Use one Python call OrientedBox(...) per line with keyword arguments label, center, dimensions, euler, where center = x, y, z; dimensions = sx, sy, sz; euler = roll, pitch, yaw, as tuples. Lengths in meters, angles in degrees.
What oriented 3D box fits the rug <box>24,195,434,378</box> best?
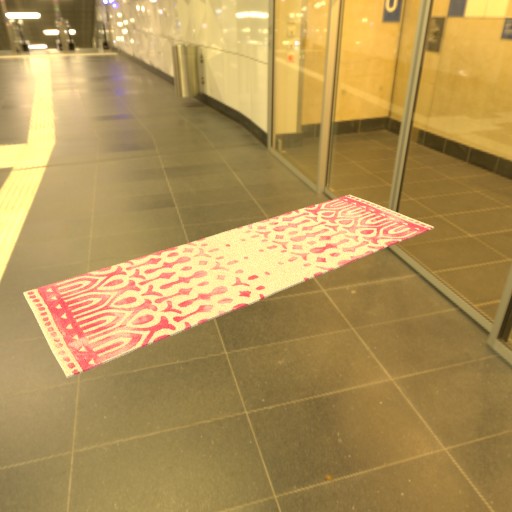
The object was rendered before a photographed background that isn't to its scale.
OrientedBox(label="rug", center=(0.000, 0.000, 2.683), dimensions=(2.458, 0.011, 0.787), euler=(-19, 34, -31))
